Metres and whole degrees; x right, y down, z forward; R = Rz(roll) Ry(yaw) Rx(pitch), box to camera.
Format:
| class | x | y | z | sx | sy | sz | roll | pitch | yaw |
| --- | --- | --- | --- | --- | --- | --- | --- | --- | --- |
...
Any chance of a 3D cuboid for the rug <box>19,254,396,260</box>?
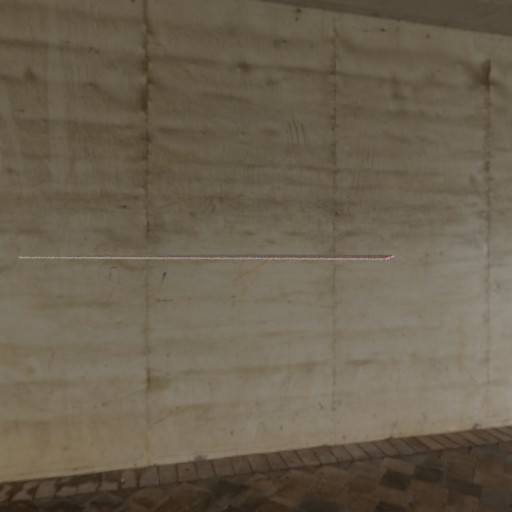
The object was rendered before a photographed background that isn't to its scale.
| class | x | y | z | sx | sy | sz | roll | pitch | yaw |
| --- | --- | --- | --- | --- | --- | --- | --- | --- | --- |
| rug | 0.000 | 0.000 | 4.109 | 2.441 | 0.016 | 3.095 | 0 | 0 | 19 |
